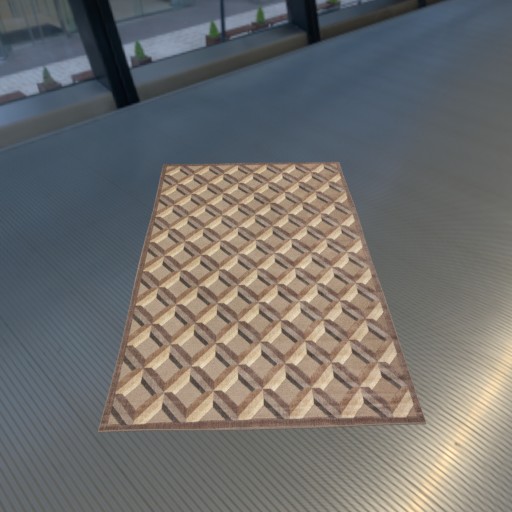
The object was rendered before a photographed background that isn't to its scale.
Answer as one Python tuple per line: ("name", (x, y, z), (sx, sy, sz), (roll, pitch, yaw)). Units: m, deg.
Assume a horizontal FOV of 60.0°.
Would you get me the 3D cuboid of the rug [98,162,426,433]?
("rug", (0.000, 0.000, 2.053), (1.066, 0.011, 1.677), (-1, 42, -1))
